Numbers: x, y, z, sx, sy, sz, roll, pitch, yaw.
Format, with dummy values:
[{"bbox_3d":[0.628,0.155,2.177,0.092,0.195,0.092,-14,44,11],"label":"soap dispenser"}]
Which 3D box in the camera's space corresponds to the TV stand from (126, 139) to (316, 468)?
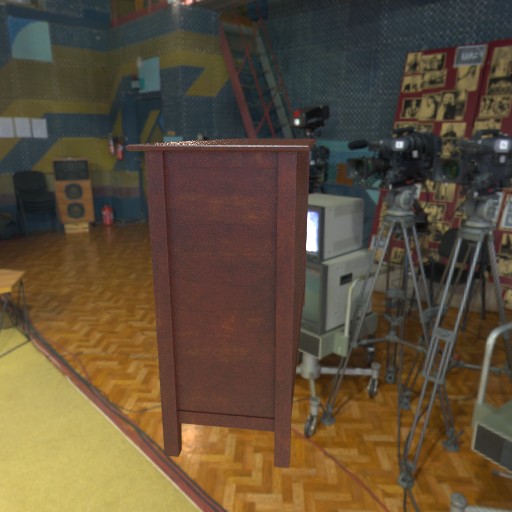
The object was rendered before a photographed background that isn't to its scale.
[{"bbox_3d":[0.000,0.000,1.817,0.445,0.915,1.372,2,16,8],"label":"TV stand"}]
